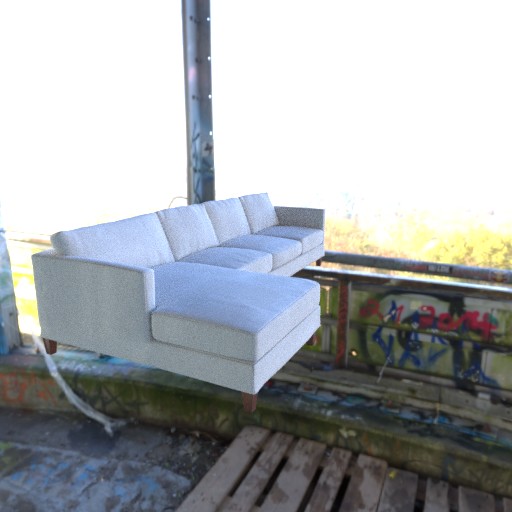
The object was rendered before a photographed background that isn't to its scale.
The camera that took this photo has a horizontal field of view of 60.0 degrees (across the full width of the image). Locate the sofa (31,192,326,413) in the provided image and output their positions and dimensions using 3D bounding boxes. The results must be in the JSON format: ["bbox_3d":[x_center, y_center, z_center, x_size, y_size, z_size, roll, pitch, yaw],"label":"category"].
[{"bbox_3d":[0.000,0.000,3.883,1.625,0.861,3.186,6,15,26],"label":"sofa"}]
